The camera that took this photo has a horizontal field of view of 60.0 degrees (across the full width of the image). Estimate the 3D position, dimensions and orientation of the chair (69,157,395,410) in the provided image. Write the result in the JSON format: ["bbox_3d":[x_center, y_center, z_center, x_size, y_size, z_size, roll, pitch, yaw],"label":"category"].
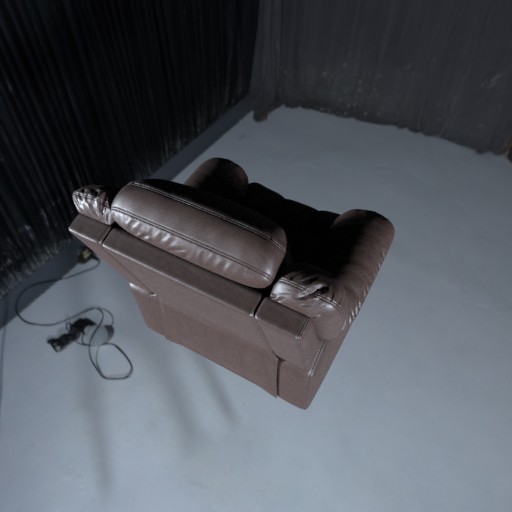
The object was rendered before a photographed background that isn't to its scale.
[{"bbox_3d":[0.000,0.000,1.738,0.899,1.009,0.934,23,52,19],"label":"chair"}]
